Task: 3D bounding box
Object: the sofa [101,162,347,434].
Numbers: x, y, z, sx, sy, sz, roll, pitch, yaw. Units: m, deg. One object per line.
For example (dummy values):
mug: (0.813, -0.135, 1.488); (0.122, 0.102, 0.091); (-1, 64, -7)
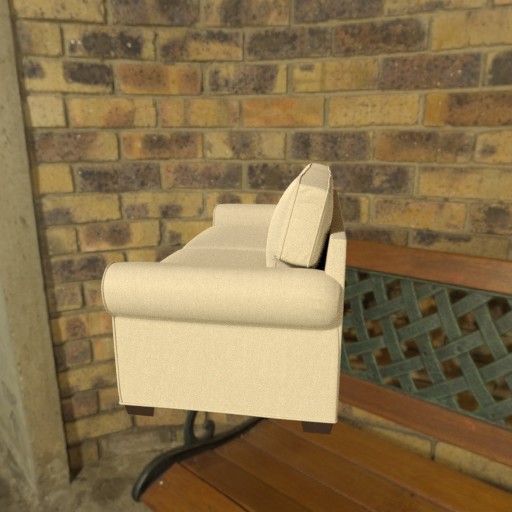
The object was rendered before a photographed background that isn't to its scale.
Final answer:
sofa: (0.000, 0.000, 2.350); (0.861, 0.933, 1.774); (2, 14, 9)
